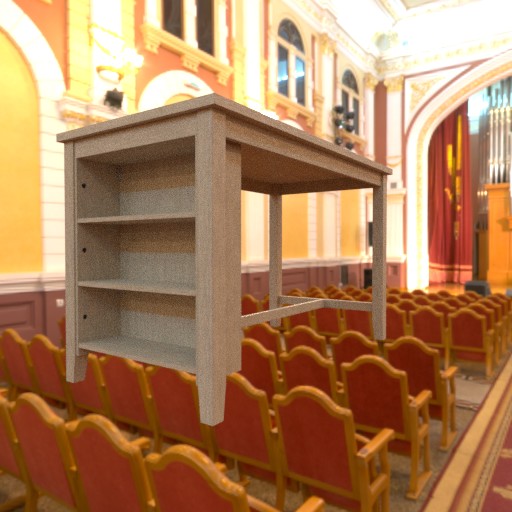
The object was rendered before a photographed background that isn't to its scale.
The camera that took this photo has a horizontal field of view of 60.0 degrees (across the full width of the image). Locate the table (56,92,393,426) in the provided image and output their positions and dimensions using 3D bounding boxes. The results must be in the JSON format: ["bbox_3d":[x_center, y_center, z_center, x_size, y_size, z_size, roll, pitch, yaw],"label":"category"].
[{"bbox_3d":[0.000,0.000,1.925,0.729,0.874,1.397,1,2,35],"label":"table"}]
